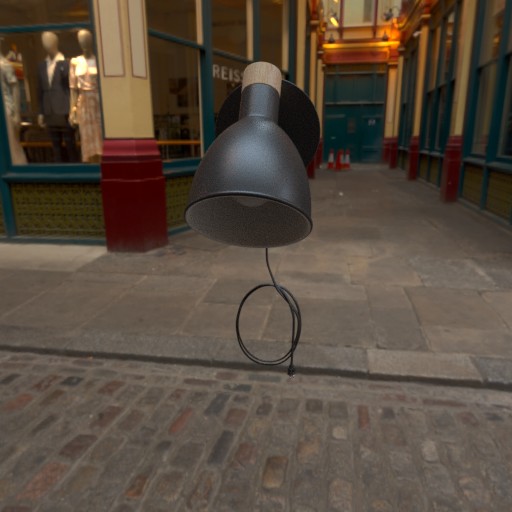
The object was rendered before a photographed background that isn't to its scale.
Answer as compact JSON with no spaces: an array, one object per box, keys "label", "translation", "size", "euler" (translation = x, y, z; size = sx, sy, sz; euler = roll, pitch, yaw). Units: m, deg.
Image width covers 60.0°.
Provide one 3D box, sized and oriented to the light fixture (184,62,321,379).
[{"label":"light fixture","translation":[0.000,0.000,0.486],"size":[0.127,0.401,0.203],"euler":[2,16,8]}]
